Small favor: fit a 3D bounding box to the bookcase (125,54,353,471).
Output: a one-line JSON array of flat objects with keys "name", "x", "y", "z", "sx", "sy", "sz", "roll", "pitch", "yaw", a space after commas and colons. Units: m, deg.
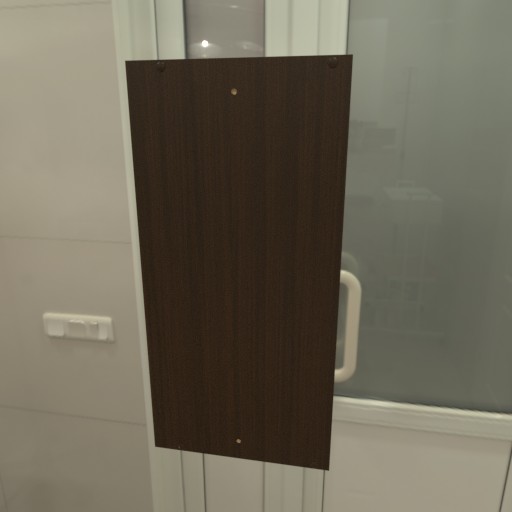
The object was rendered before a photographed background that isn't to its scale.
[{"name": "bookcase", "x": 0.000, "y": 0.000, "z": 0.775, "sx": 0.290, "sy": 0.600, "sz": 0.300, "roll": 3, "pitch": 17, "yaw": 10}]
